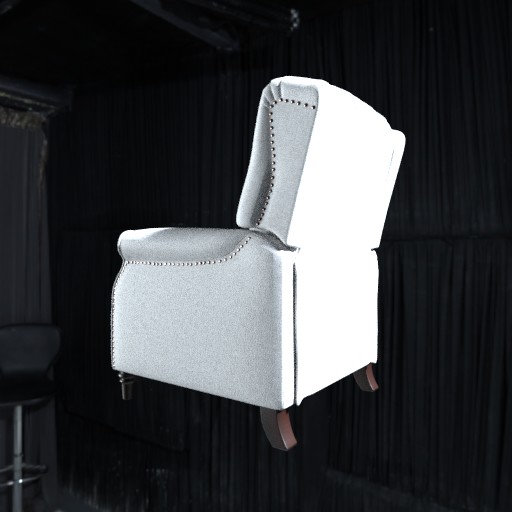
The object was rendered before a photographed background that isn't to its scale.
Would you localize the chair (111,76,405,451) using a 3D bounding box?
[{"bbox_3d":[0.000,0.000,1.637,0.902,1.035,0.742,0,1,36],"label":"chair"}]
